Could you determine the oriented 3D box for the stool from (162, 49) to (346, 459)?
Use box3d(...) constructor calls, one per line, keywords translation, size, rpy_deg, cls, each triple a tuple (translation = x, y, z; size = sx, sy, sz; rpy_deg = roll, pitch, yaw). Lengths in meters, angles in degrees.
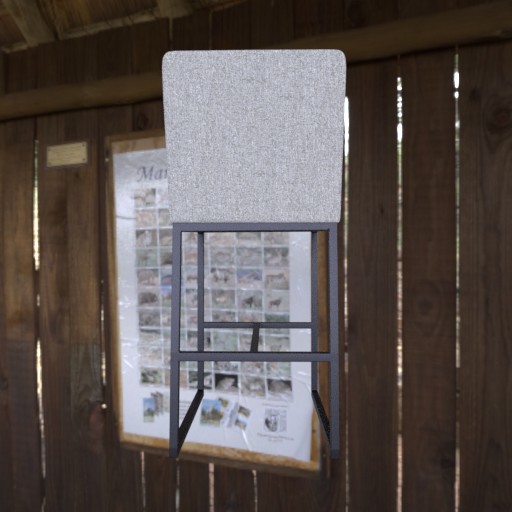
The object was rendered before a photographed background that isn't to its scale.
box3d(translation=(0.000, 0.000, 1.366), size=(0.459, 1.034, 0.571), rpy_deg=(0, 1, 1), cls="stool")
